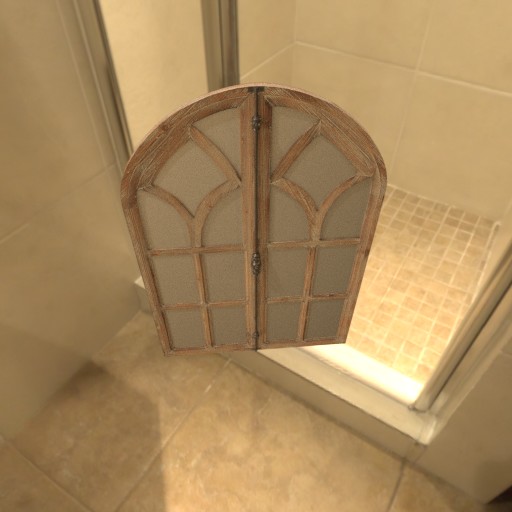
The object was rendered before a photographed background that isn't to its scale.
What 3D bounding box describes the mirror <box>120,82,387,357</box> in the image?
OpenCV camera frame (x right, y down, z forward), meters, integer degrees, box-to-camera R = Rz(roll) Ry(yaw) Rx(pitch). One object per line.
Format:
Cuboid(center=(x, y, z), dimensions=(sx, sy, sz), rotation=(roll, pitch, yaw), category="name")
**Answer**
Cuboid(center=(0.000, 0.000, 1.156), dimensions=(0.609, 0.915, 0.032), rotation=(-3, 46, -3), category="mirror")
